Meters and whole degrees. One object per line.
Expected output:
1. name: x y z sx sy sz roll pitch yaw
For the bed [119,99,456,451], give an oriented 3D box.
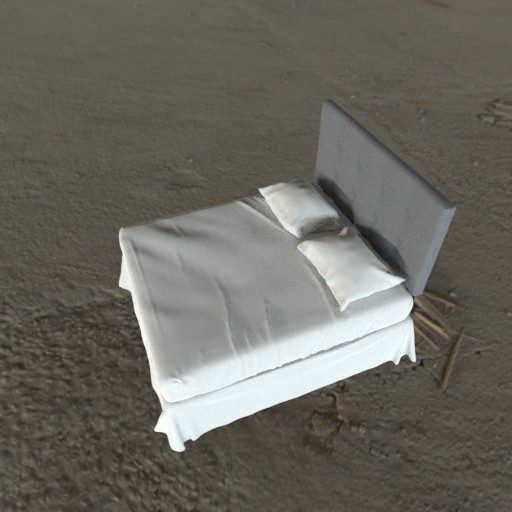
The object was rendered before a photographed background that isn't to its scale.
1. bed: 0.000 0.000 3.552 2.222 1.577 1.936 -16 47 -15
